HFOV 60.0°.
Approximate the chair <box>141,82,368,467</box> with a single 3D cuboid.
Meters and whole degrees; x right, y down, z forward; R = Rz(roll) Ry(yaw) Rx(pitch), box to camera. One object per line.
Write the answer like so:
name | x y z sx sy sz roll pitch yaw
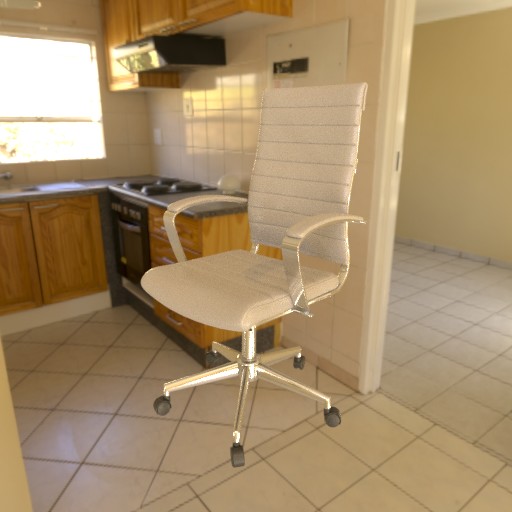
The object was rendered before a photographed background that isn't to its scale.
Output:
chair | 0.000 0.000 1.552 0.679 1.149 0.667 15 22 40
